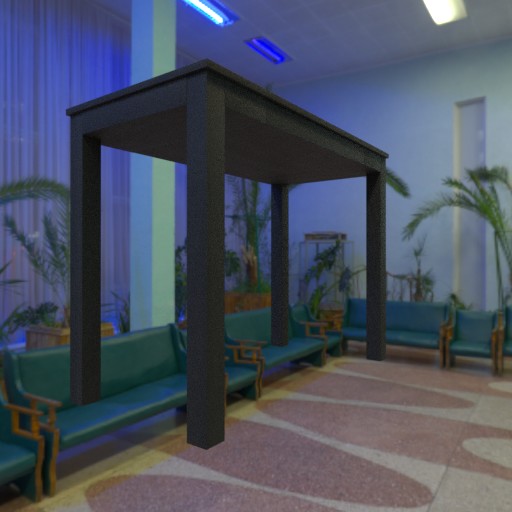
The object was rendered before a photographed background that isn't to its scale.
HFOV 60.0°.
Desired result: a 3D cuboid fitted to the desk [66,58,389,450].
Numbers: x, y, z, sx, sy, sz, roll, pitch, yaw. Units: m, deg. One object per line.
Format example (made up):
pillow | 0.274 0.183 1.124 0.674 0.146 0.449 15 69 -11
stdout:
desk | 0.000 0.000 1.402 0.499 0.762 0.991 0 0 37
